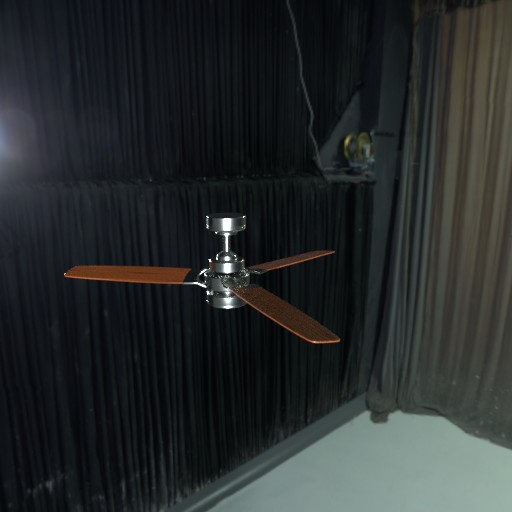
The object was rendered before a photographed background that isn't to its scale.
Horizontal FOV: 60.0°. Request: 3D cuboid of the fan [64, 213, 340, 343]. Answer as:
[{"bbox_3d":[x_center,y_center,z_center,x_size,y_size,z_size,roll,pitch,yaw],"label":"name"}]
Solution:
[{"bbox_3d":[0.000,0.000,2.088,1.416,0.410,1.271,13,18,42],"label":"fan"}]
